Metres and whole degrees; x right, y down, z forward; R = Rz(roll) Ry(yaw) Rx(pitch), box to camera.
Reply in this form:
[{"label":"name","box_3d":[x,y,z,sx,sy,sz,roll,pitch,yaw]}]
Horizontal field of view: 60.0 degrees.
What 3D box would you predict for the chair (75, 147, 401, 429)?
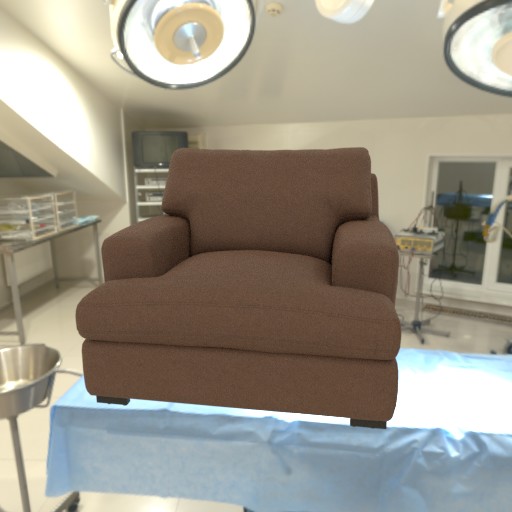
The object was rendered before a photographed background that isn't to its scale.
[{"label":"chair","box_3d":[0.000,0.000,1.951,1.168,0.940,1.143,2,13,9]}]
